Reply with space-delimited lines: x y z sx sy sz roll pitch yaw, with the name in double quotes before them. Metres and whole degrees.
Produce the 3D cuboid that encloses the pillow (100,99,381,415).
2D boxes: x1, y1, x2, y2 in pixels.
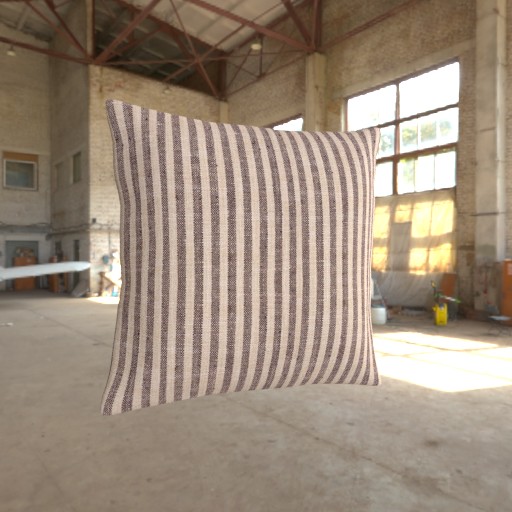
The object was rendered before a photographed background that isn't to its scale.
"pillow" 0.000 0.000 0.790 0.523 0.506 0.166 0 0 -19
